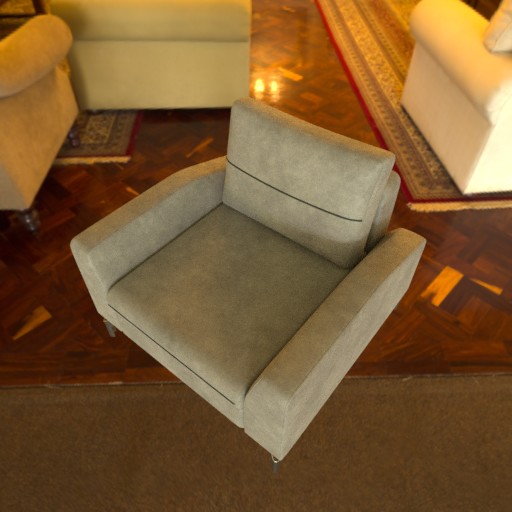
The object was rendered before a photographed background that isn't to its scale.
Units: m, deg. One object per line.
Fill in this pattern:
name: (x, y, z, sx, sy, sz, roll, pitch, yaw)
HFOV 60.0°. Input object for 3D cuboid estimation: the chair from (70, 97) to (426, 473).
chair: (0.000, 0.000, 1.579, 0.900, 0.800, 0.900, 30, 54, 26)
